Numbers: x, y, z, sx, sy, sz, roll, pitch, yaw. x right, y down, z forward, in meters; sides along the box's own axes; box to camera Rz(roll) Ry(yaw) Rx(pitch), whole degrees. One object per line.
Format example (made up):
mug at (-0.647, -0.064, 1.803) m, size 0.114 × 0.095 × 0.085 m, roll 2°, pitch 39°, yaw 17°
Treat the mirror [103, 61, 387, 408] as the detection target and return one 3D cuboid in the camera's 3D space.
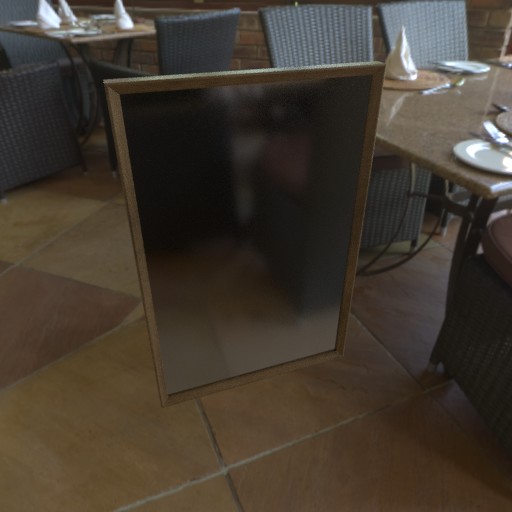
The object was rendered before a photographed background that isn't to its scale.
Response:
mirror at (0.000, 0.000, 1.168) m, size 0.609 × 0.915 × 0.041 m, roll -11°, pitch 34°, yaw -17°
